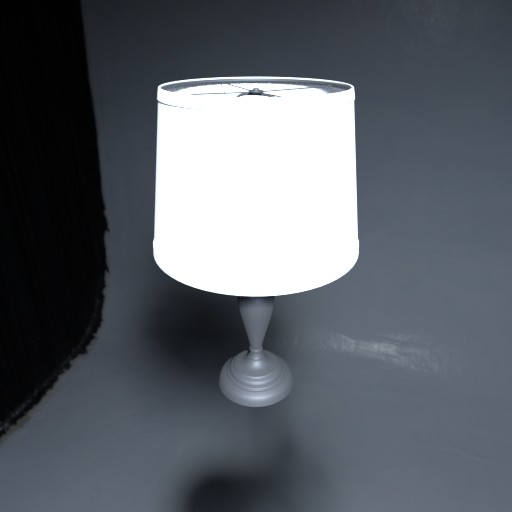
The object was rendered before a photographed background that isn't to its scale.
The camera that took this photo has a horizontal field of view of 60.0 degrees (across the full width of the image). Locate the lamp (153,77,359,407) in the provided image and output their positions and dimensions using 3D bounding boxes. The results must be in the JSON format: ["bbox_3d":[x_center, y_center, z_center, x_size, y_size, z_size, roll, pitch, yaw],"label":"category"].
[{"bbox_3d":[0.000,0.000,0.693,0.310,0.501,0.310,0,27,0],"label":"lamp"}]
